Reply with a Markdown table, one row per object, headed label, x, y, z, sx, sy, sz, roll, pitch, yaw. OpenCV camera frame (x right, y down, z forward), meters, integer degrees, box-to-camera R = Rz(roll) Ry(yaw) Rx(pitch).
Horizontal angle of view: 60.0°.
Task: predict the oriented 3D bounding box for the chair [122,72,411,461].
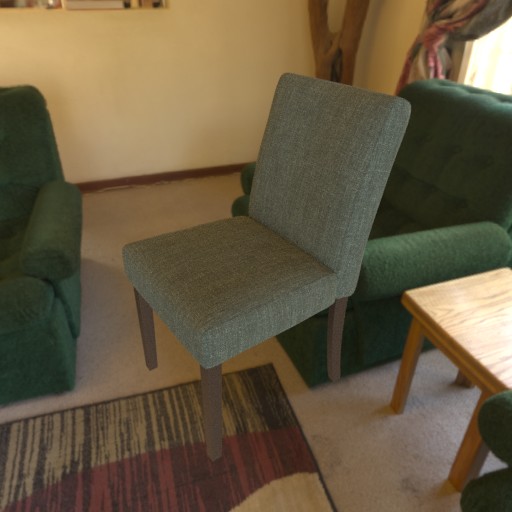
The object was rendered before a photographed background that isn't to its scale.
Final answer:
| label | x | y | z | sx | sy | sz | roll | pitch | yaw |
| --- | --- | --- | --- | --- | --- | --- | --- | --- | --- |
| chair | 0.000 | 0.000 | 1.272 | 0.629 | 0.884 | 0.487 | -21 | 37 | -30 |
